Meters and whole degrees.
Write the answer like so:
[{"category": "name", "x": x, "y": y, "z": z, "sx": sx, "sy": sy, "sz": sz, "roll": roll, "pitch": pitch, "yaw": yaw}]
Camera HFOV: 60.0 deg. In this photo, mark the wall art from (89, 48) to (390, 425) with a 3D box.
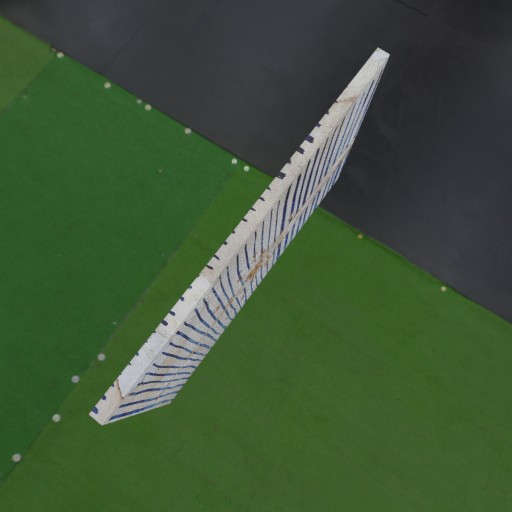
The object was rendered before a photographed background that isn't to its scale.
[{"category": "wall art", "x": 0.000, "y": 0.000, "z": 1.419, "sx": 0.038, "sy": 0.757, "sz": 1.143, "roll": 35, "pitch": 78, "yaw": 9}]
